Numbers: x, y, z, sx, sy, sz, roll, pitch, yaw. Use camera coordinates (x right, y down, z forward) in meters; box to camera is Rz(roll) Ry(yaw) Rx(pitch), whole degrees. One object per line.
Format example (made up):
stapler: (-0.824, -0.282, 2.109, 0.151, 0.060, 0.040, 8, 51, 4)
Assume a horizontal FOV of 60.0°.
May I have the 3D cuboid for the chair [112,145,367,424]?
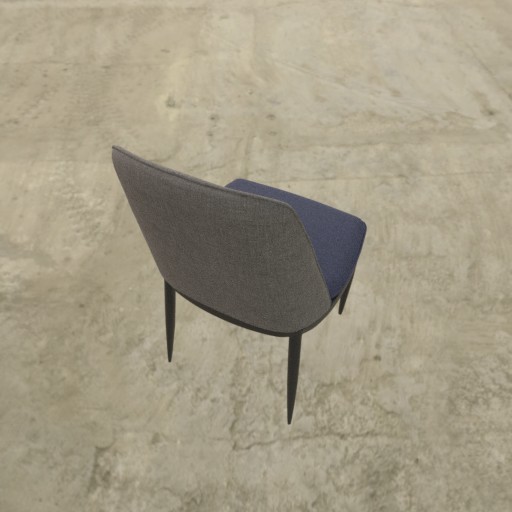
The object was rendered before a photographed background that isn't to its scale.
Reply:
chair: (0.000, 0.000, 1.171, 0.488, 0.855, 0.550, 21, 50, 19)
